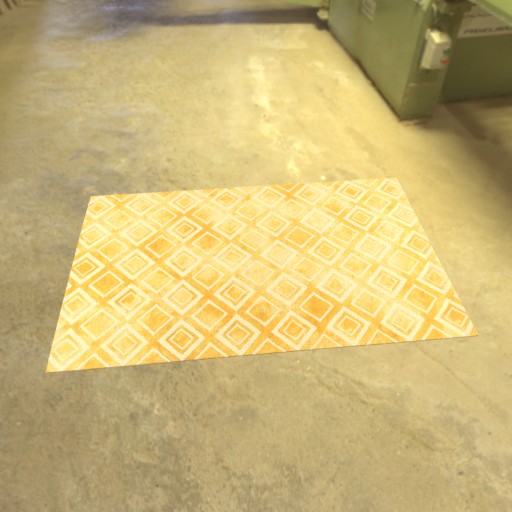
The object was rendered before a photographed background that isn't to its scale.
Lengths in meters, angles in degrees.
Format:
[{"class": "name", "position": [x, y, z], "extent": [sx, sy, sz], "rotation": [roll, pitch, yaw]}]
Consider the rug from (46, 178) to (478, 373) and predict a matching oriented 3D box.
[{"class": "rug", "position": [0.000, 0.000, 2.978], "extent": [2.424, 0.010, 1.511], "rotation": [-4, 46, -4]}]
